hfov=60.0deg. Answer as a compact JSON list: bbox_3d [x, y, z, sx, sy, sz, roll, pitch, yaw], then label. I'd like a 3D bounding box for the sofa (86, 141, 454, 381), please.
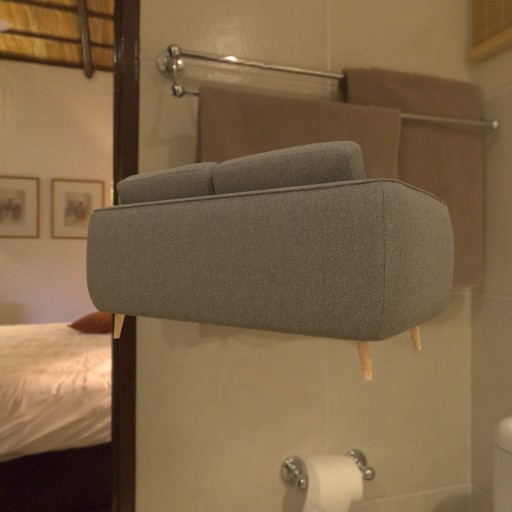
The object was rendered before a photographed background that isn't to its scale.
[{"bbox_3d":[0.000,0.000,2.211,1.700,0.870,0.920,0,0,35],"label":"sofa"}]
